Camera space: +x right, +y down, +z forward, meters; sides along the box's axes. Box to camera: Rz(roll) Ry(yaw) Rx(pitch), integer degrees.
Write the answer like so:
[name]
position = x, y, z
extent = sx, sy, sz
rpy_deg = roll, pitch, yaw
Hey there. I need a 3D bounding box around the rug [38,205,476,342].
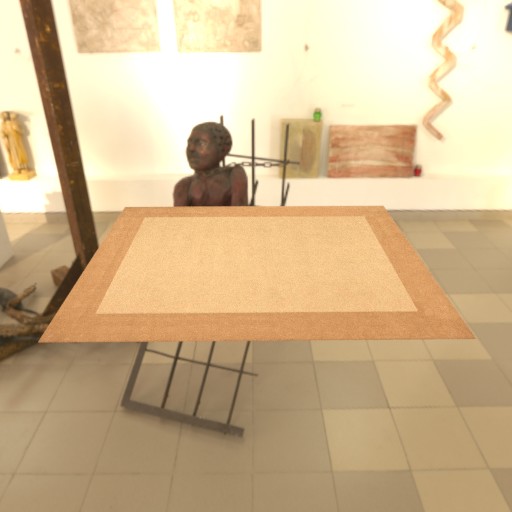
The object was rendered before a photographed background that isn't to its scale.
[rug]
position = 0.000, 0.000, 4.155
extent = 3.048, 0.014, 2.438
rpy_deg = 0, 29, -1
